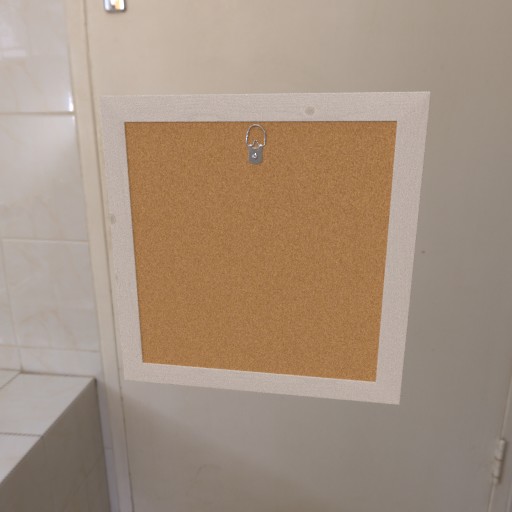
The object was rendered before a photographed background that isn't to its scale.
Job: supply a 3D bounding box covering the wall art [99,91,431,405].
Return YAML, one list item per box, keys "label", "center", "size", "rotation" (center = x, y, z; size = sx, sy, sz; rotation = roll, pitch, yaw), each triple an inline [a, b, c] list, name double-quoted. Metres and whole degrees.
- label: "wall art"
  center: [0.000, 0.000, 0.840]
  size: [0.572, 0.577, 0.015]
  rotation: [2, 16, 9]
